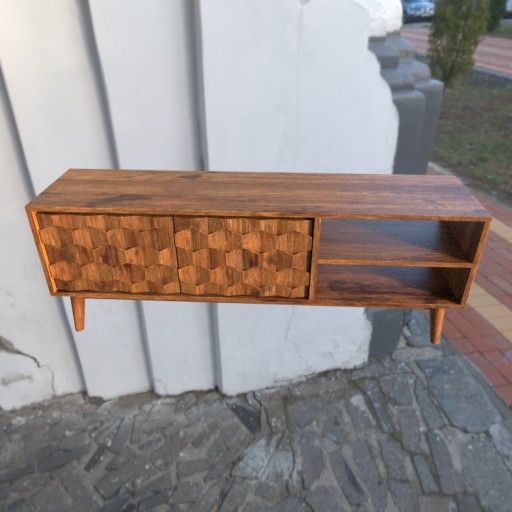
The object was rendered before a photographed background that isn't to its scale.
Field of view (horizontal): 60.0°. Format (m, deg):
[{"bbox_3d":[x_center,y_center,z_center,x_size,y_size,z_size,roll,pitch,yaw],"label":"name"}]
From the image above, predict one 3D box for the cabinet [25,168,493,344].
[{"bbox_3d":[0.000,0.000,1.654,1.448,0.528,0.349,2,31,3],"label":"cabinet"}]
